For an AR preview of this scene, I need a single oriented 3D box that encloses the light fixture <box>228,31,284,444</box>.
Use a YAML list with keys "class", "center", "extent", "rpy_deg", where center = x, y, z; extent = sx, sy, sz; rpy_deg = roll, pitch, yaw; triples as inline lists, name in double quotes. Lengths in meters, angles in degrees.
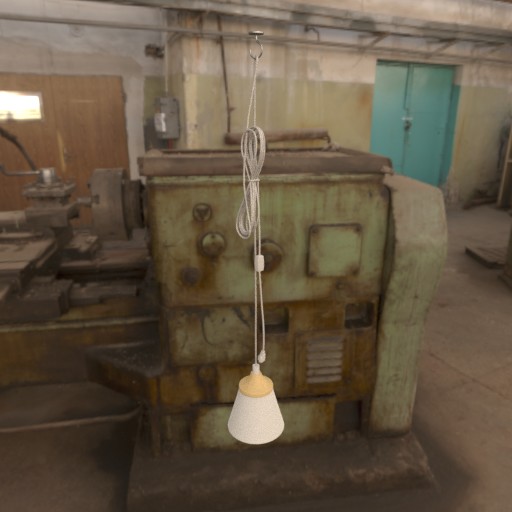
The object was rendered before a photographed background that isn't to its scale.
- class: "light fixture"
  center: [0.000, 0.000, 1.060]
  extent: [0.153, 0.966, 0.153]
  rpy_deg: [-9, 20, -25]
